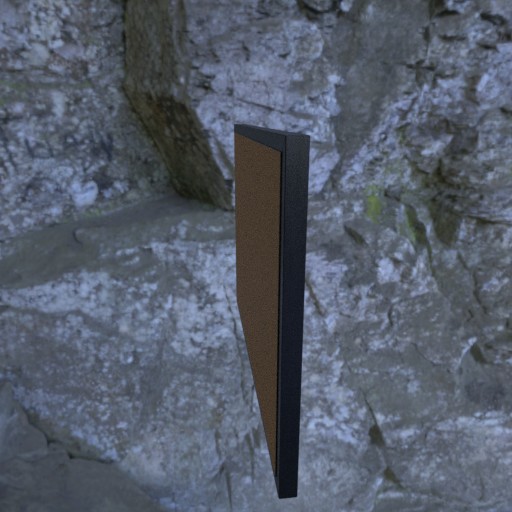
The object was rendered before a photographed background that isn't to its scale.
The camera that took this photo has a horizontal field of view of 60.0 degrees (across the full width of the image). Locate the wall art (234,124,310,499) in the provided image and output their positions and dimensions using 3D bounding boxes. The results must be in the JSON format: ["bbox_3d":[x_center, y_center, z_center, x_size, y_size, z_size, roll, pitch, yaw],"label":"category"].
[{"bbox_3d":[0.000,0.000,0.820,0.027,0.458,0.657,-2,18,-7],"label":"wall art"}]
